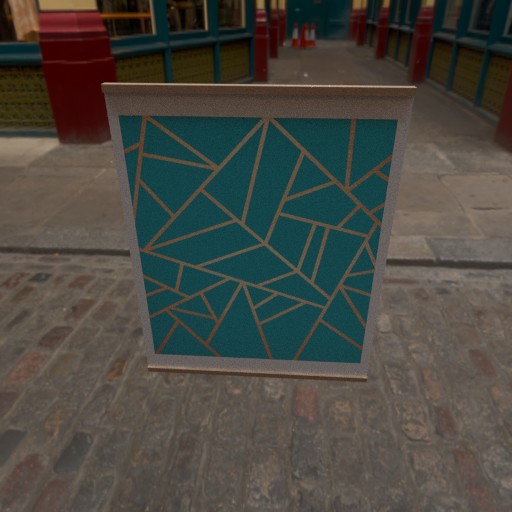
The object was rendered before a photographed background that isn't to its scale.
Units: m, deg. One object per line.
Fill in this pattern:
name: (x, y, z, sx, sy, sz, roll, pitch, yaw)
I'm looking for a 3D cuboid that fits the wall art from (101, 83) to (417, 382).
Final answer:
wall art: (0.000, 0.000, 0.698, 0.405, 0.508, 0.012, 2, 30, 3)
